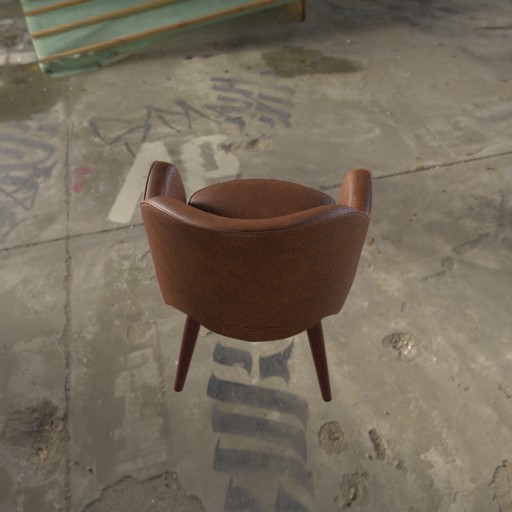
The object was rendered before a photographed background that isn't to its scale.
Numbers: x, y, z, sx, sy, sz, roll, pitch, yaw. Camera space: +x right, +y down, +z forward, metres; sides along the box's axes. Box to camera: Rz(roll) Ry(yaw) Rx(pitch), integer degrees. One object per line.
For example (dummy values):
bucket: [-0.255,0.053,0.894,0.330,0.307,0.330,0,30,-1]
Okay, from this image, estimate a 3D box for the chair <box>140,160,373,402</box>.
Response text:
chair: [0.000,0.000,1.192,0.591,0.777,0.640,3,47,3]
